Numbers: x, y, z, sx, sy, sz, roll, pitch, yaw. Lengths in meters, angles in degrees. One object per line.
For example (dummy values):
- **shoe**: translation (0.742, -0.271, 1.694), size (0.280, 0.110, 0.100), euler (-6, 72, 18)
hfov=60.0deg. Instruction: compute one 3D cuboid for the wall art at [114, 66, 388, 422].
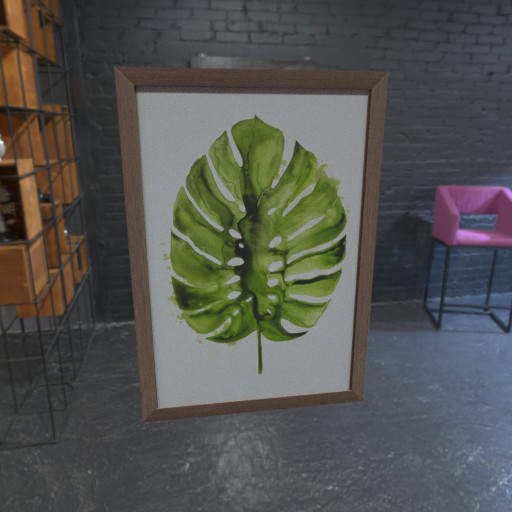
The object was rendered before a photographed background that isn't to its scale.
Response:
- **wall art**: translation (0.000, 0.000, 0.656), size (0.358, 0.510, 0.032), euler (-3, 16, -9)
